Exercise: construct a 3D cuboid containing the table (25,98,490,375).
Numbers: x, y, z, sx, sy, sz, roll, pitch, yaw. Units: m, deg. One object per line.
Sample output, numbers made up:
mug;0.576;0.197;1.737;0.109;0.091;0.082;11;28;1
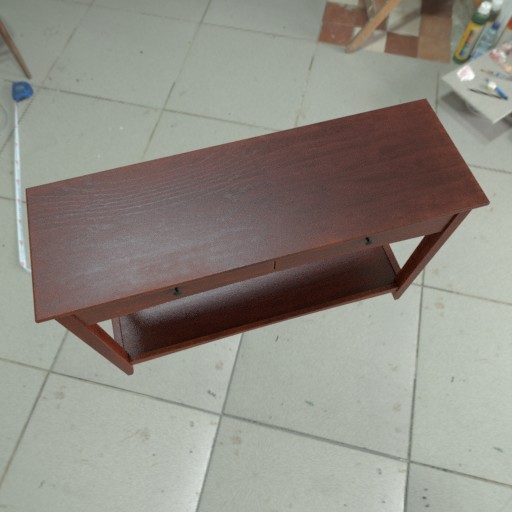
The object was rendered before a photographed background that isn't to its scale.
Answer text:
table;0.000;0.000;1.519;1.188;0.739;0.392;-15;65;-7
